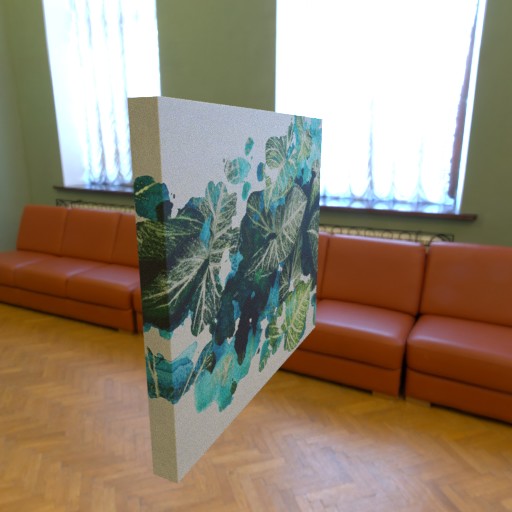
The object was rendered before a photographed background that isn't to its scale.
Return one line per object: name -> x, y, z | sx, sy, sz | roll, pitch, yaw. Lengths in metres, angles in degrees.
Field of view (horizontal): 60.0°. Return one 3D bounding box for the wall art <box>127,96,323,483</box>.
wall art -> 0.000, 0.000, 0.700 | 0.041, 0.435, 0.507 | 7, 16, 25
